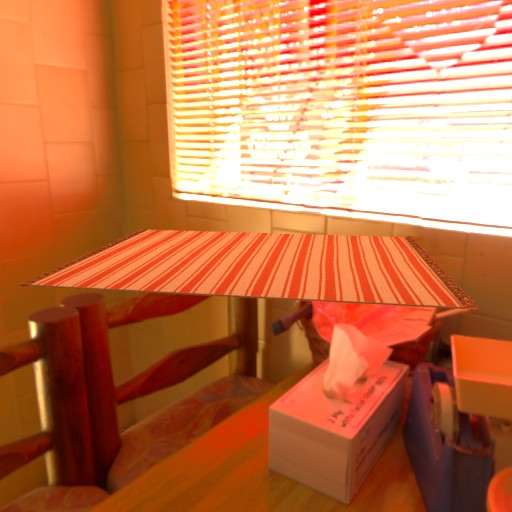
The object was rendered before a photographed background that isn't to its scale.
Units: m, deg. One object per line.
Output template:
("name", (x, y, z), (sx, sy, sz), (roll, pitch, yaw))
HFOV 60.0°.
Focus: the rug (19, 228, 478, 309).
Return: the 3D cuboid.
("rug", (0.000, 0.000, 4.351), (3.369, 0.035, 2.451), (2, 14, 9))
